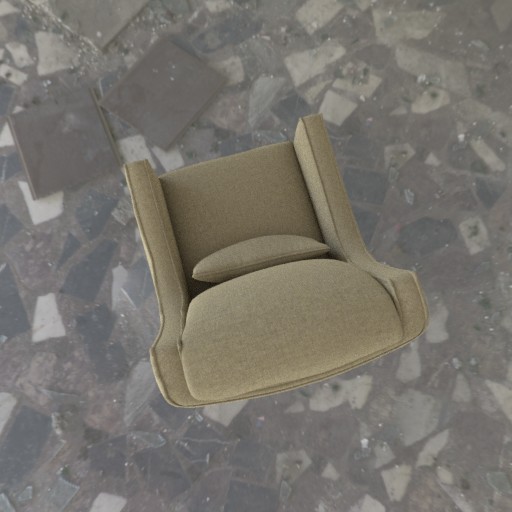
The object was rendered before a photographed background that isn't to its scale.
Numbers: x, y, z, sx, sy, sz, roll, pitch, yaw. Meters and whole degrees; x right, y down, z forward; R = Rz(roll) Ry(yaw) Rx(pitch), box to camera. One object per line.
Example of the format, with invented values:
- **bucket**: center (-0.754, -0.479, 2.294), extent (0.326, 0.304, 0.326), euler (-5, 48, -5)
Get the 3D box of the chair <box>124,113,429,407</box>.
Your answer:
- **chair**: center (0.000, 0.000, 1.591), extent (0.732, 0.993, 0.879), euler (-16, 77, -4)
